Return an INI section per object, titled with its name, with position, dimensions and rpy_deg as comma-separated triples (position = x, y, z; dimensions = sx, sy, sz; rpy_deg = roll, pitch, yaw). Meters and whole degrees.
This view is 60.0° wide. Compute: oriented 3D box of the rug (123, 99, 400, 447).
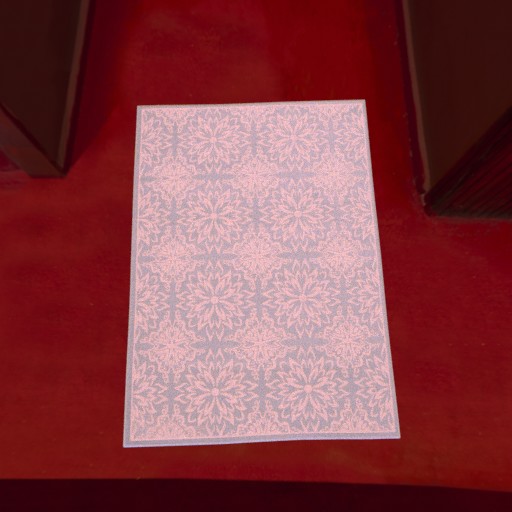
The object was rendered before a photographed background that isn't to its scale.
[rug]
position = 0.000, 0.000, 2.809
dimensions = 1.589, 0.014, 2.205
rpy_deg = -2, 75, 0
